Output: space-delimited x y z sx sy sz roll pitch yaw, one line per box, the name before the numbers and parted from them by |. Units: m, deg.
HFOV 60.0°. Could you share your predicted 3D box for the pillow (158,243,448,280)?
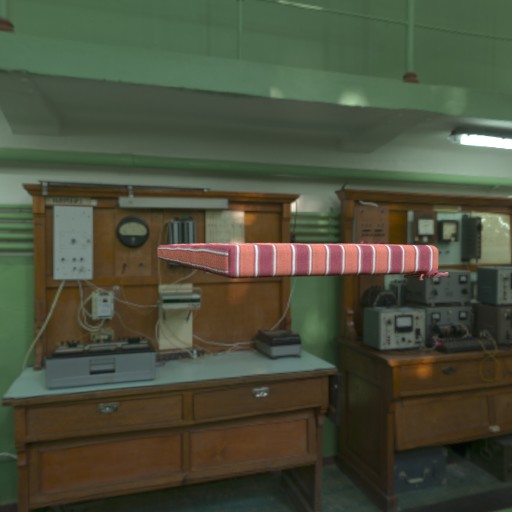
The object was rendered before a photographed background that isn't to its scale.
pillow | 0.000 0.000 1.383 0.492 0.081 1.187 0 2 -18
